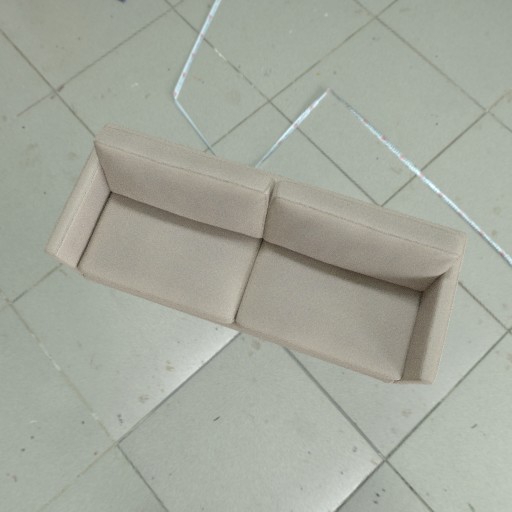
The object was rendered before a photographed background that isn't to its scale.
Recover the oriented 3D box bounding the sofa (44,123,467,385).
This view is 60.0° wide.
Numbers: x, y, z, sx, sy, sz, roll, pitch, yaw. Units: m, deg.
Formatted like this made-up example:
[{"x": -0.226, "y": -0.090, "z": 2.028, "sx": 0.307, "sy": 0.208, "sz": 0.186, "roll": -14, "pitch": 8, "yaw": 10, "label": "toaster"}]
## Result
[{"x": 0.000, "y": 0.000, "z": 2.864, "sx": 2.361, "sy": 0.968, "sz": 0.951, "roll": 18, "pitch": 75, "yaw": 5, "label": "sofa"}]
